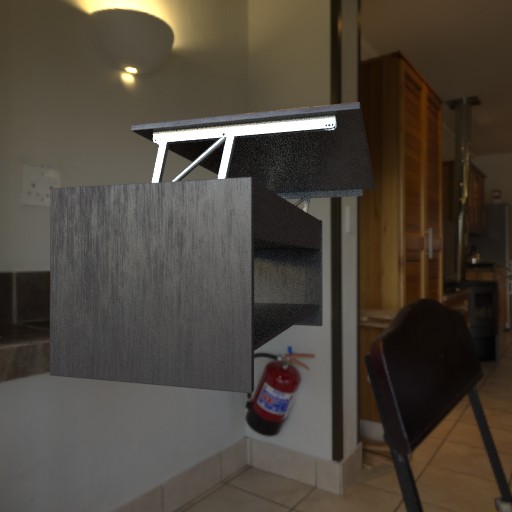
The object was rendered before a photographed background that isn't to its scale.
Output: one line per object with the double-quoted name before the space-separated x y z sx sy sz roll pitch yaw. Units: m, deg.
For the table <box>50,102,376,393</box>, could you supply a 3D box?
"table" 0.000 0.000 1.418 0.712 0.570 1.000 0 -1 17
